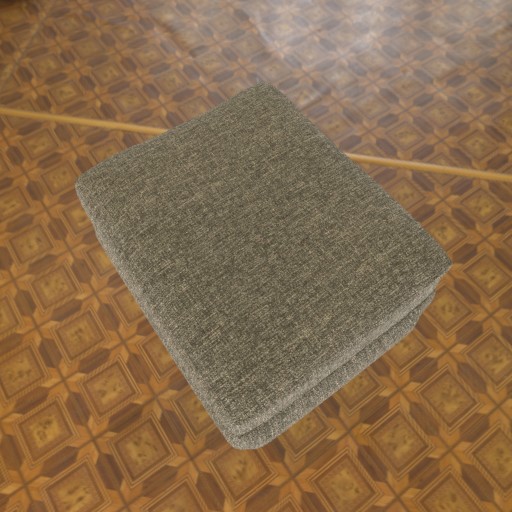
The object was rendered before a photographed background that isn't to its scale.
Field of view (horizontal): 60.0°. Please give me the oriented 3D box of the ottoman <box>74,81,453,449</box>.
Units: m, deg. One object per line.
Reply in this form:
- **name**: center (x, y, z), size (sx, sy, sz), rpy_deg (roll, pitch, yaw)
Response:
- **ottoman**: center (0.000, 0.000, 1.253), size (0.683, 0.480, 0.828), rpy_deg (-33, 67, -16)
